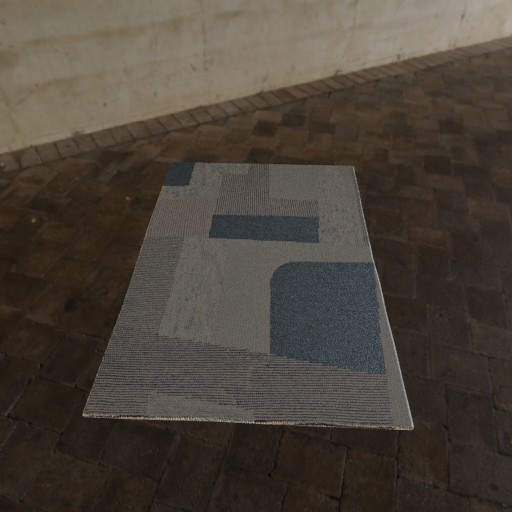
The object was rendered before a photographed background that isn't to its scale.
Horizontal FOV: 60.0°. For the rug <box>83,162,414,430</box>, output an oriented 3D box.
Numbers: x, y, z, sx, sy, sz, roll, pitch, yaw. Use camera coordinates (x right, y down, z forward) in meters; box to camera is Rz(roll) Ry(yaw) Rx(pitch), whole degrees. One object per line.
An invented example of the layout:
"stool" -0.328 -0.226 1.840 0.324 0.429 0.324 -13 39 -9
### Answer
"rug" 0.000 0.000 2.327 1.238 0.020 1.847 2 42 2
